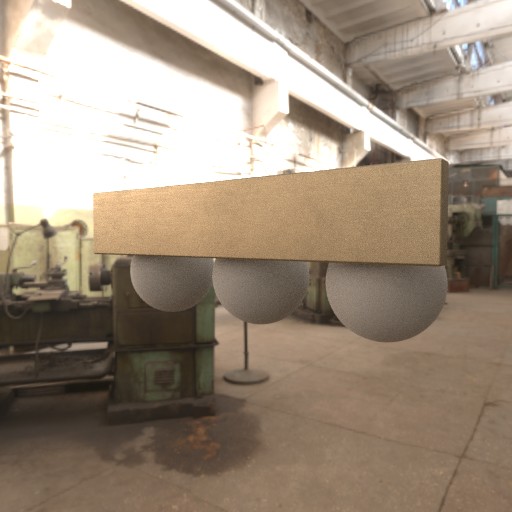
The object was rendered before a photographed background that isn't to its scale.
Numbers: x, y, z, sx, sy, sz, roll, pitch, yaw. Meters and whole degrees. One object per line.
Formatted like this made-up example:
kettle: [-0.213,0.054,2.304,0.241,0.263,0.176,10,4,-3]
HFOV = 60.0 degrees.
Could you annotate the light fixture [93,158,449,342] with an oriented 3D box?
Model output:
light fixture: [0.000,0.000,0.842,0.721,0.263,0.218,2,3,36]
